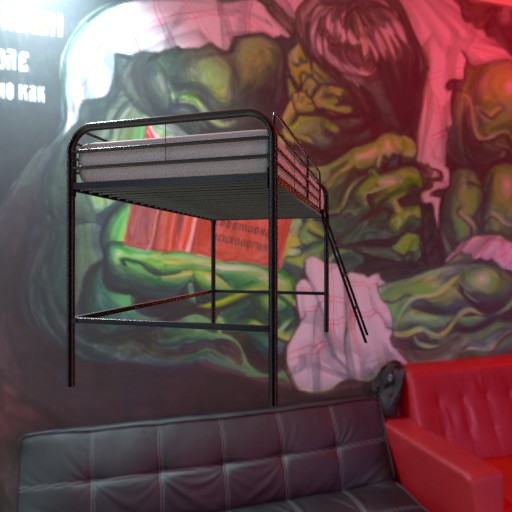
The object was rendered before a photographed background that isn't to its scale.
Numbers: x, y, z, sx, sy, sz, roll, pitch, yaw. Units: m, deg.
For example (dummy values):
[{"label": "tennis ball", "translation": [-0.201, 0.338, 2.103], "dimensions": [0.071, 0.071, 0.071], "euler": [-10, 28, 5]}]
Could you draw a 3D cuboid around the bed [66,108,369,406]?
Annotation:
[{"label": "bed", "translation": [0.000, 0.000, 2.927], "dimensions": [1.393, 1.289, 1.968], "euler": [0, 0, 16]}]
